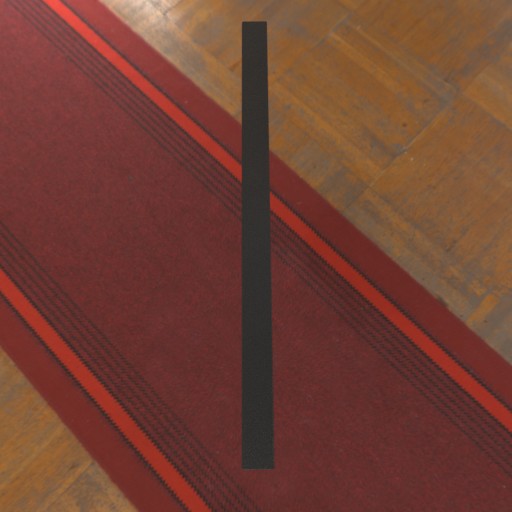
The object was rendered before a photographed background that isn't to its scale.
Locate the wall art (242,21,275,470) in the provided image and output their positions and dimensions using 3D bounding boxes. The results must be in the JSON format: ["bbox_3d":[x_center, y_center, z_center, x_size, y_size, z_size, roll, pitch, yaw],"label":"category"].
[{"bbox_3d":[0.000,0.000,1.200,0.058,0.640,0.939,0,75,0],"label":"wall art"}]
